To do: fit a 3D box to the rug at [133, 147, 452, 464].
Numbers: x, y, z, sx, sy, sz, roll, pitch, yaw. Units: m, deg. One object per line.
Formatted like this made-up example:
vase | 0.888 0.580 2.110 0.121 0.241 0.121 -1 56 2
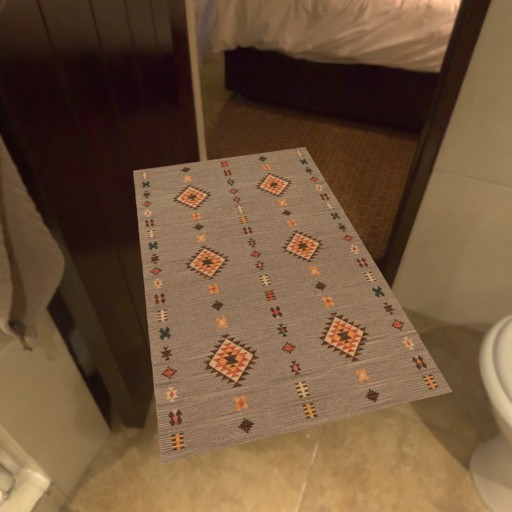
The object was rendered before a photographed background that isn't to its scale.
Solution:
rug | 0.000 0.000 3.018 1.515 0.007 2.427 -10 46 -10
